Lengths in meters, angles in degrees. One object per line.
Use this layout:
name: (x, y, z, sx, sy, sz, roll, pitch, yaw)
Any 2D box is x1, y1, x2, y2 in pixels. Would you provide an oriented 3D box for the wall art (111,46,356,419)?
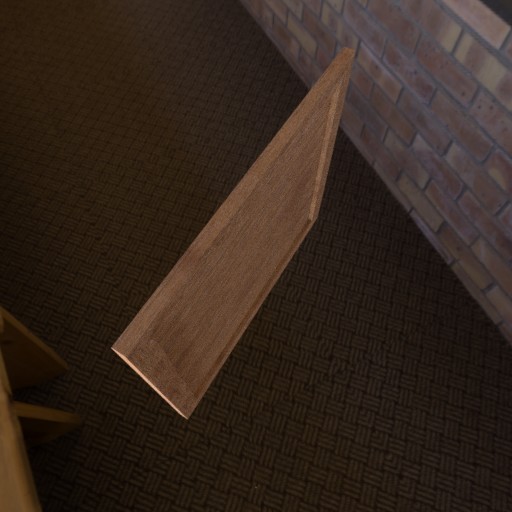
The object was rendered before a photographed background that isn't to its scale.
wall art: (0.000, 0.000, 0.973, 0.026, 0.588, 0.690, 28, 66, 14)
